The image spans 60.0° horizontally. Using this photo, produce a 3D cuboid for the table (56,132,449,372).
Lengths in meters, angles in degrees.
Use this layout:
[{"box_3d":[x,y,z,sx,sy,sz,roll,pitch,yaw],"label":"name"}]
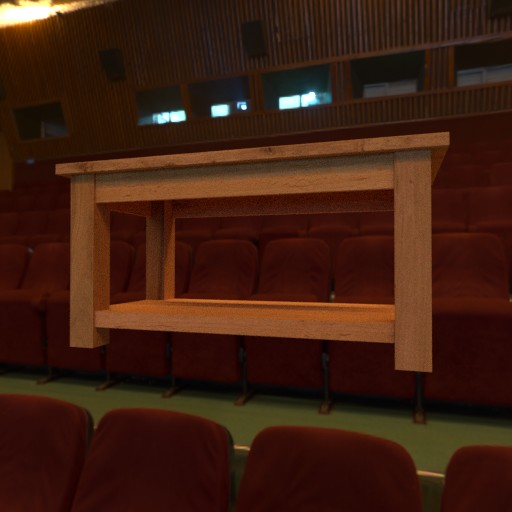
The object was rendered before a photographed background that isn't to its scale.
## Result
[{"box_3d":[0.000,0.000,1.172,0.899,0.452,0.450,0,-1,18],"label":"table"}]
